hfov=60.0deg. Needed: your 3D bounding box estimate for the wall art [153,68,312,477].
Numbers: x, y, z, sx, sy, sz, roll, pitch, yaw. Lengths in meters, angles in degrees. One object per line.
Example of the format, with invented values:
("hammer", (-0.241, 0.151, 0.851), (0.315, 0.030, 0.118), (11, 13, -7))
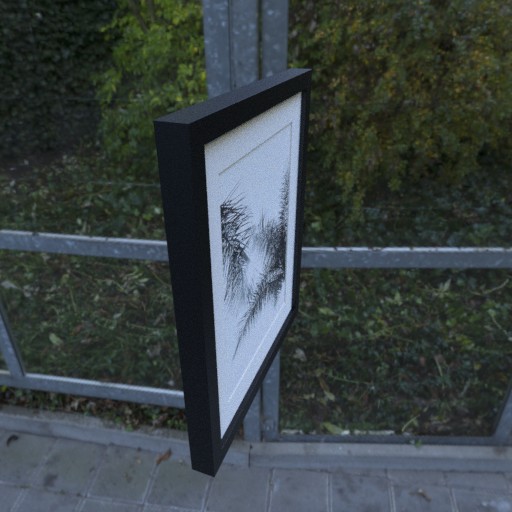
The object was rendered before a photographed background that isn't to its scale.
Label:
("wall art", (0.000, 0.000, 0.529), (0.028, 0.380, 0.325), (11, 31, 18))
